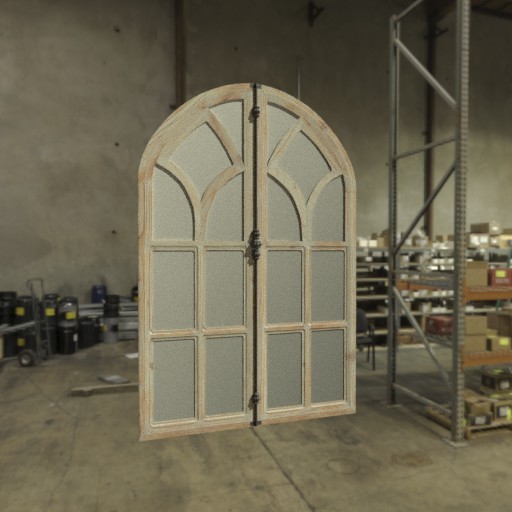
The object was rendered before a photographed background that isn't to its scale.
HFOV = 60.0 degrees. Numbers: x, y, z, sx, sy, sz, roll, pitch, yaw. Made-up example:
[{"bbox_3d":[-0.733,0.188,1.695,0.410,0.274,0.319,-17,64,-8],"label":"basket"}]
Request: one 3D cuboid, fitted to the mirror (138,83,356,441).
[{"bbox_3d":[0.000,0.000,1.184,0.609,0.915,0.032,0,1,-18],"label":"mirror"}]
